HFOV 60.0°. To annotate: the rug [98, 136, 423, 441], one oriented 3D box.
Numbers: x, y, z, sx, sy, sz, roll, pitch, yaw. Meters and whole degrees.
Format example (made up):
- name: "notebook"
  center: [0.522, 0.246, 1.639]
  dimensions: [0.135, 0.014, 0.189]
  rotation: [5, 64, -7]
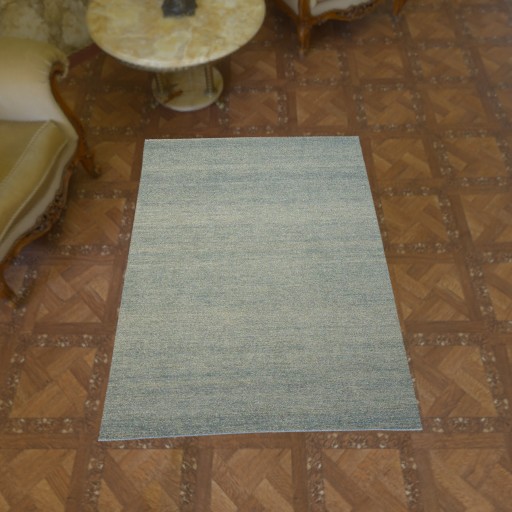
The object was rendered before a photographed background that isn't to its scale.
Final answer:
- name: "rug"
  center: [0.000, 0.000, 4.215]
  dimensions: [2.461, 0.046, 3.237]
  rotation: [-1, 57, -1]
